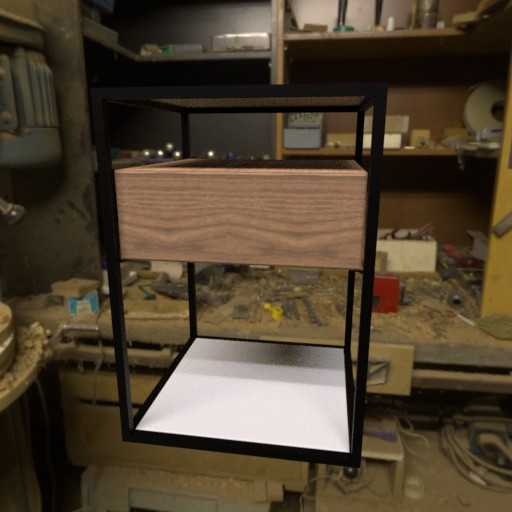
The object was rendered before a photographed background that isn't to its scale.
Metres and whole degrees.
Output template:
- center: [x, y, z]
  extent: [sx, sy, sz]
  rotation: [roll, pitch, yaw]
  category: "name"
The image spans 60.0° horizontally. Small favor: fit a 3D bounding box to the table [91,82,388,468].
- center: [0.000, 0.000, 0.801]
  extent: [0.378, 0.540, 0.378]
  rotation: [2, 15, 9]
  category: "table"
